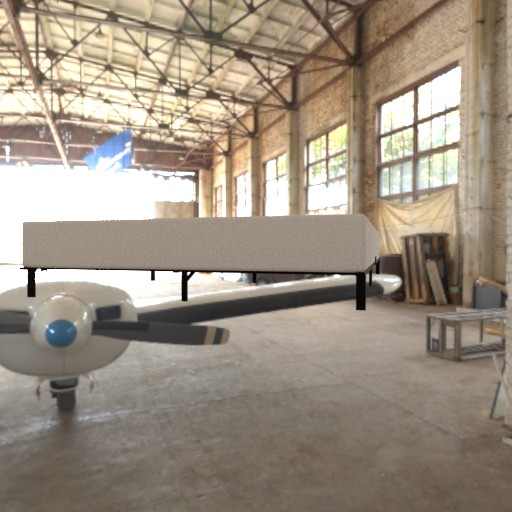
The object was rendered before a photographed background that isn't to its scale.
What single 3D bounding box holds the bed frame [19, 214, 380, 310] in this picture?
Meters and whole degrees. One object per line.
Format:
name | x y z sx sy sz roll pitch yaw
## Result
bed frame | 0.000 0.000 3.674 1.930 0.440 2.987 0 1 17
